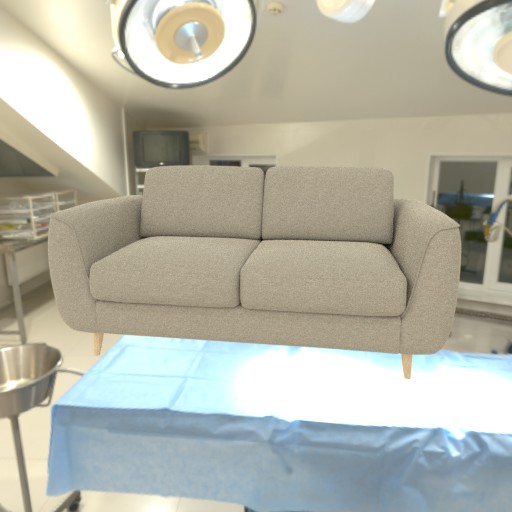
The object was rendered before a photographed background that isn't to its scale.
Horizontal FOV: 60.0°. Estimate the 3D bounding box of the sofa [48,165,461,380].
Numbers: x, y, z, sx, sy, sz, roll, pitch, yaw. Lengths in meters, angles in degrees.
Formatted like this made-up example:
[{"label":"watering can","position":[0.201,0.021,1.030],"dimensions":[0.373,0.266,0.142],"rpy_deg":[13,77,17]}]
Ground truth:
[{"label":"sofa","position":[0.000,0.000,2.161],"dimensions":[1.700,0.850,0.920],"rpy_deg":[2,13,9]}]
